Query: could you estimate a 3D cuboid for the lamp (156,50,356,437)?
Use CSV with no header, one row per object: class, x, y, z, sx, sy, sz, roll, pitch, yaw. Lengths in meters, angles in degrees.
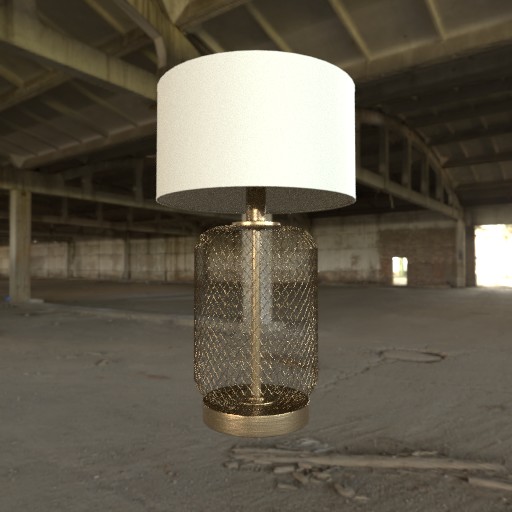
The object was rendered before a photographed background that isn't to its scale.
lamp,0.000,0.000,0.801,0.353,0.578,0.353,0,-1,0
